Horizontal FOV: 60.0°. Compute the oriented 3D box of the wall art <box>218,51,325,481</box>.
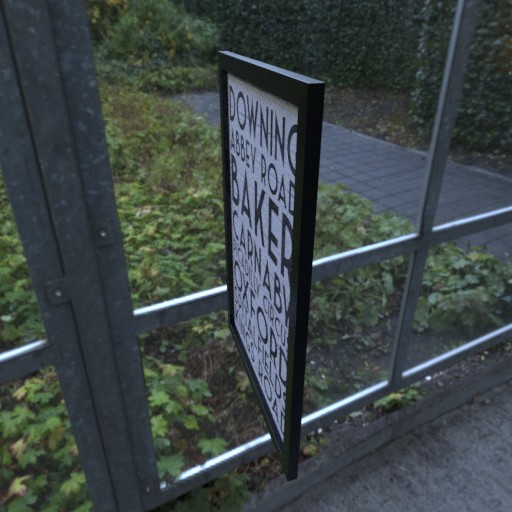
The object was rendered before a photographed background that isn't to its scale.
[{"bbox_3d":[0.000,0.000,0.816,0.019,0.656,0.462,-8,30,-14],"label":"wall art"}]
